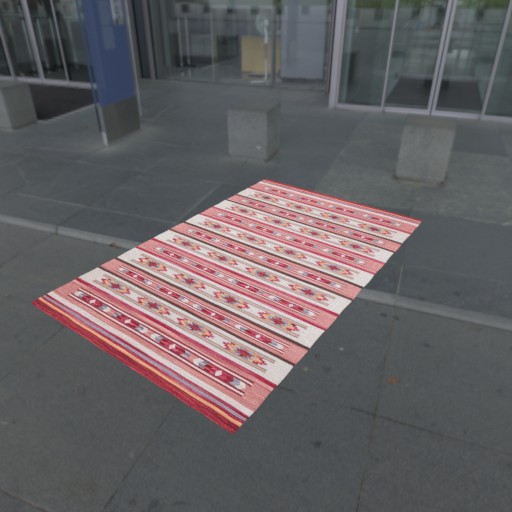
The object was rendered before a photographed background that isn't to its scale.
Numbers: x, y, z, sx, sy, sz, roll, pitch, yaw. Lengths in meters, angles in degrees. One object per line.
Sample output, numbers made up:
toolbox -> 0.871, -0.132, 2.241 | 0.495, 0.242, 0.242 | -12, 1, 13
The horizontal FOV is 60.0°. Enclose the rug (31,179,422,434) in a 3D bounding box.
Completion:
rug -> 0.000, 0.000, 3.079 | 1.535, 0.010, 2.431 | 21, 37, 30
